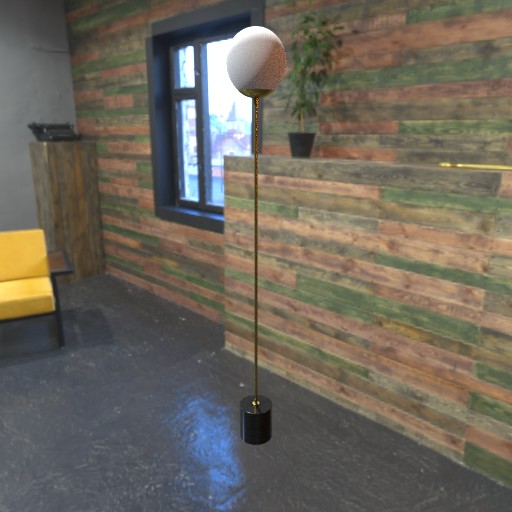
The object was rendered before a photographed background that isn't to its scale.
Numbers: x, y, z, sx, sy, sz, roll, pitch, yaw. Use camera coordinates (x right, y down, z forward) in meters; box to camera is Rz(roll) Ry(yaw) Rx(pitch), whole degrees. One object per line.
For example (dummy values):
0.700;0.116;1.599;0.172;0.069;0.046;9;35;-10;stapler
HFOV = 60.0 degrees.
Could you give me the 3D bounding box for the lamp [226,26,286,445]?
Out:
0.000;0.000;1.864;0.229;1.748;0.229;-14;21;-42;lamp
